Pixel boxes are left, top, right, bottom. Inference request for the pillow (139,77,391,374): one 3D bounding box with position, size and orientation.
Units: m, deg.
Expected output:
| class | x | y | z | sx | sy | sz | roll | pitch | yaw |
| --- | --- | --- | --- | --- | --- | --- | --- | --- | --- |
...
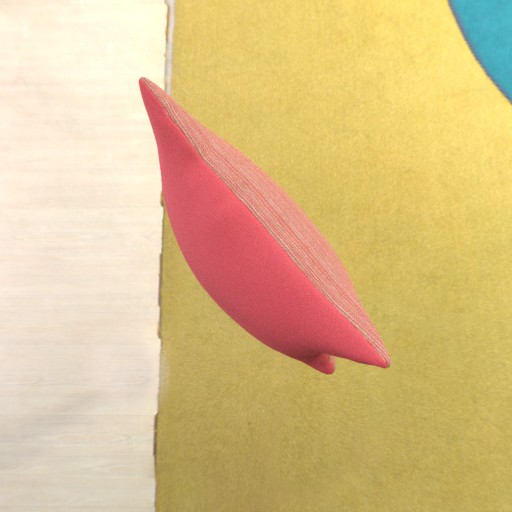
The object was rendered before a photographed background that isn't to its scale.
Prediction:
| class | x | y | z | sx | sy | sz | roll | pitch | yaw |
| --- | --- | --- | --- | --- | --- | --- | --- | --- | --- |
| pillow | 0.000 | 0.000 | 0.839 | 0.229 | 0.501 | 0.559 | -38 | 79 | -9 |
